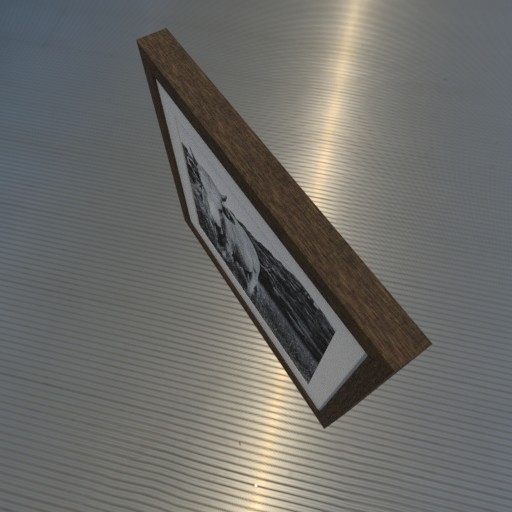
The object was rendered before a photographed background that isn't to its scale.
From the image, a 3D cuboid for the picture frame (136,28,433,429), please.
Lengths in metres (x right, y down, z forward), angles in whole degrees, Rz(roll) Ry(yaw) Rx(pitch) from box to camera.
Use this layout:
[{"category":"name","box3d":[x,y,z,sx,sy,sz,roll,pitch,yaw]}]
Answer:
[{"category":"picture frame","box3d":[0.000,0.000,0.507,0.033,0.330,0.378,-30,66,-14]}]
